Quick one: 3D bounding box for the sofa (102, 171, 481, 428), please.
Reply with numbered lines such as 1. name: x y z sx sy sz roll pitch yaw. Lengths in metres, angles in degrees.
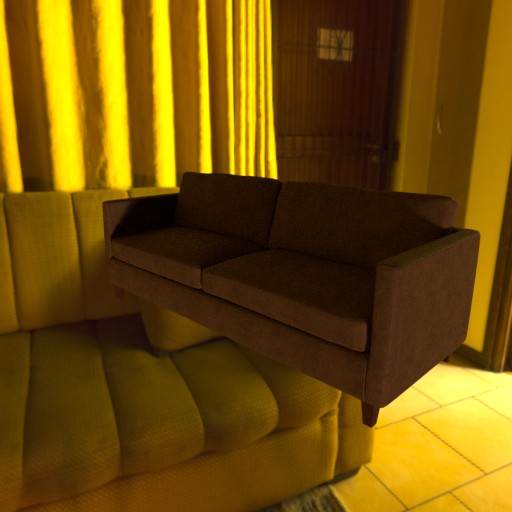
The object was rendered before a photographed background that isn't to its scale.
1. sofa: 0.000 0.000 2.890 2.434 0.965 0.951 15 21 43
